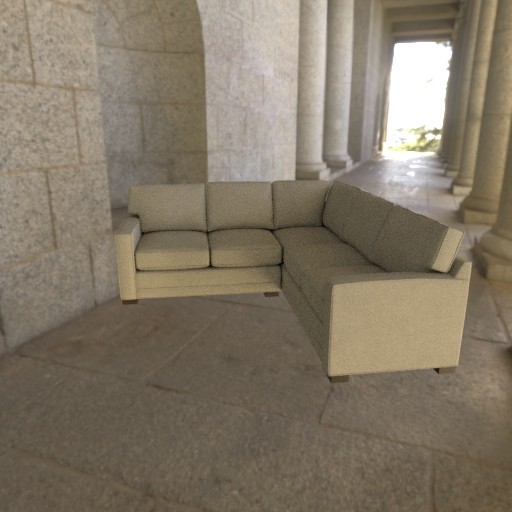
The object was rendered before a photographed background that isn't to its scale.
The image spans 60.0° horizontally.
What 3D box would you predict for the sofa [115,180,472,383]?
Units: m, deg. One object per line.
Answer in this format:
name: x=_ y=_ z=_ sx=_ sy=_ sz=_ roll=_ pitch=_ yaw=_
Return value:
sofa: x=0.000 y=0.000 z=3.441 sx=2.188 sy=0.936 sz=2.211 roll=-2 pitch=17 yaw=-8
